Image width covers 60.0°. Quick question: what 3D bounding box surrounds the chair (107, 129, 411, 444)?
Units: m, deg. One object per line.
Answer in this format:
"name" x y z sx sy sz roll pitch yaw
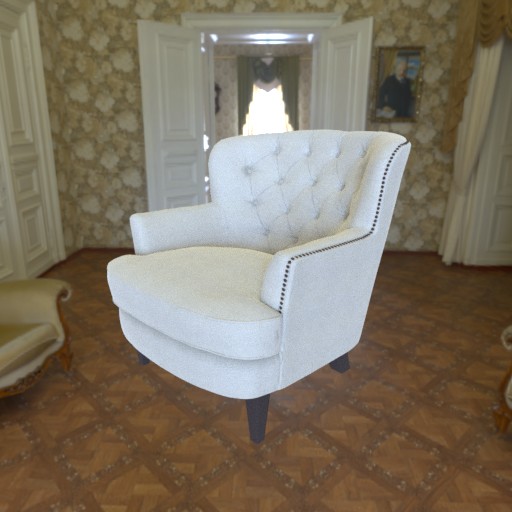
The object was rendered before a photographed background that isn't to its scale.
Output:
"chair" 0.000 0.000 1.576 0.906 0.868 0.848 -15 21 -42
